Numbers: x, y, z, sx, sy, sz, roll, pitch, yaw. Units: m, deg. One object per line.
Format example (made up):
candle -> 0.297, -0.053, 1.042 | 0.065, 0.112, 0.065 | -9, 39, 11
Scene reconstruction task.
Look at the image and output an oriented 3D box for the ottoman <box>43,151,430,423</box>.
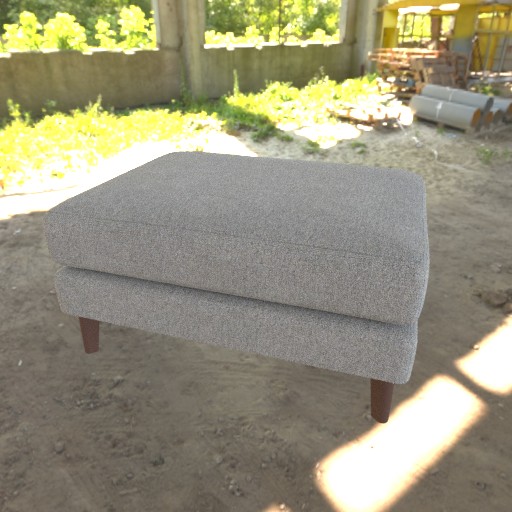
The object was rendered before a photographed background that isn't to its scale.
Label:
ottoman -> 0.000, 0.000, 1.186 | 0.821, 0.441, 0.611 | 8, 28, 16
